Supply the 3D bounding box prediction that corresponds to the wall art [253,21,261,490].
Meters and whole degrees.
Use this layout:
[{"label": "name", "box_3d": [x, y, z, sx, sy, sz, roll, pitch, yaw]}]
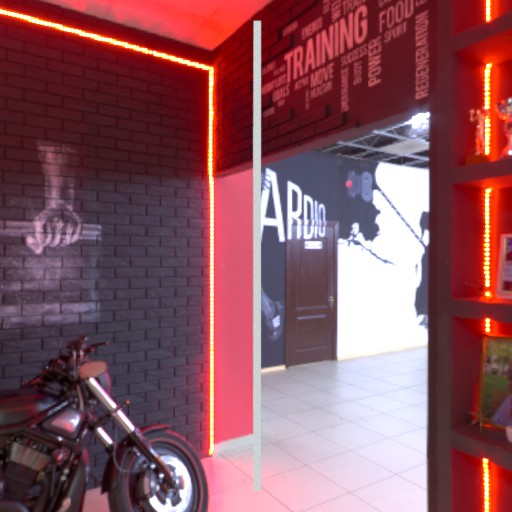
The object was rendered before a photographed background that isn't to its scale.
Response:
[{"label": "wall art", "box_3d": [0.000, 0.000, 1.241, 0.015, 0.965, 0.660, 0, 0, 0]}]
